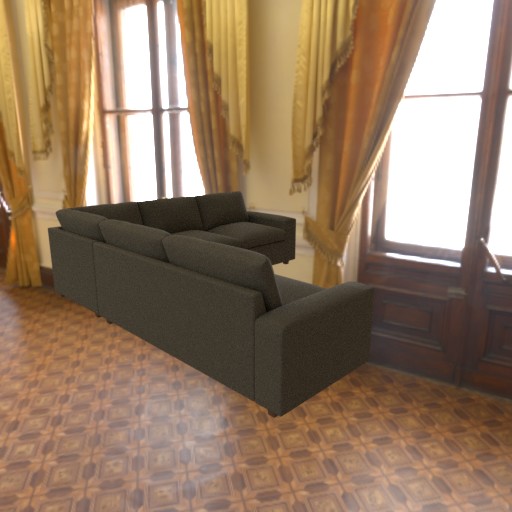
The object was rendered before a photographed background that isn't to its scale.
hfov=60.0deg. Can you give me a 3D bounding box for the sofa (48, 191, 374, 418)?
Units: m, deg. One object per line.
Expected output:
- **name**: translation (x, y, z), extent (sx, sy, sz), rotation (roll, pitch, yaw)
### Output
- **sofa**: translation (0.000, 0.000, 4.582), extent (3.277, 0.965, 2.895), rotation (14, 19, 43)
